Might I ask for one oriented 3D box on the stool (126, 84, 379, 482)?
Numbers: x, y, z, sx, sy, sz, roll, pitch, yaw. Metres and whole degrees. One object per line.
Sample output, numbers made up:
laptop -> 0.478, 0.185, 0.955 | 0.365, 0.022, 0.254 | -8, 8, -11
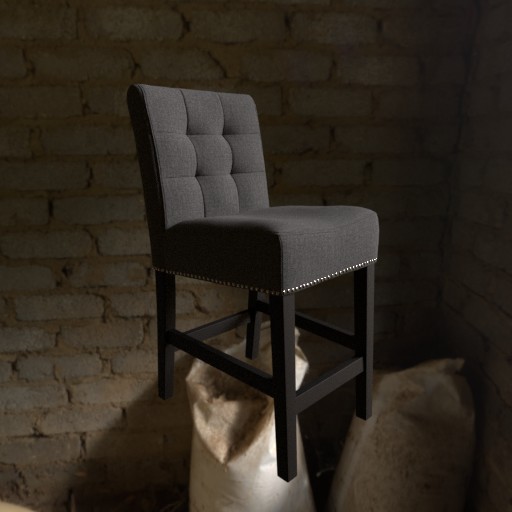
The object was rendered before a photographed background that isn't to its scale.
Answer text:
stool -> 0.000, 0.000, 1.201 | 0.427, 0.885, 0.571 | -14, 20, -43
